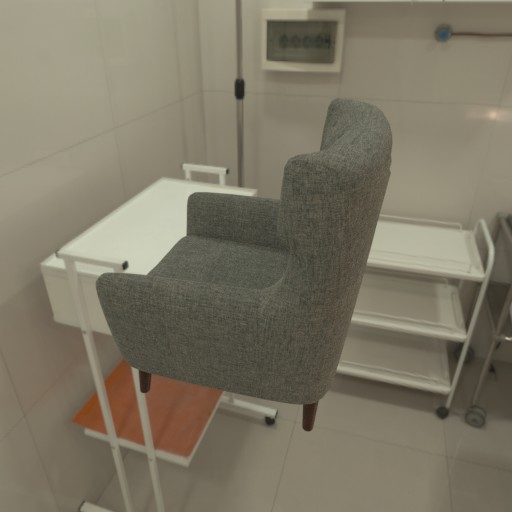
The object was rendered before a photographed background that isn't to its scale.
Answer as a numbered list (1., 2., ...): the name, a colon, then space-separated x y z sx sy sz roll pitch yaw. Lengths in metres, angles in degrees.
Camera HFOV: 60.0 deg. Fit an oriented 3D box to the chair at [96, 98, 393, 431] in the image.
1. chair: 0.000 0.000 1.722 0.904 1.063 0.878 8 30 14
